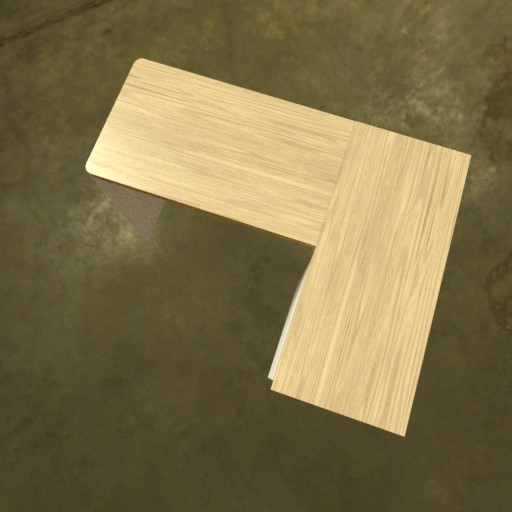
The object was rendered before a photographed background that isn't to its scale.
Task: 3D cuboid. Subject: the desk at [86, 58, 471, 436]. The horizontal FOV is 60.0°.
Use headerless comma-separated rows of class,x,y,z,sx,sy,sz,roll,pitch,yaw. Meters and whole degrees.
desk,0.000,0.000,1.743,1.170,0.760,0.900,18,76,5
